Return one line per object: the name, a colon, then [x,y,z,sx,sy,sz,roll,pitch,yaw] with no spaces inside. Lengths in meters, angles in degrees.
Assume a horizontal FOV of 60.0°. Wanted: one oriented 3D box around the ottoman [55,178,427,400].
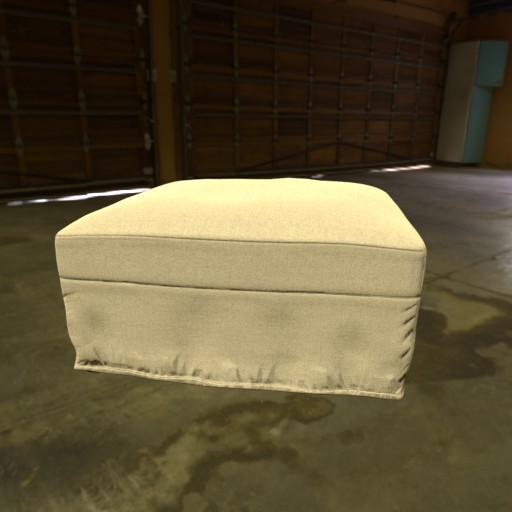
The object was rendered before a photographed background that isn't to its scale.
ottoman: [0.000,0.000,1.378,0.843,0.436,0.840,3,17,9]
